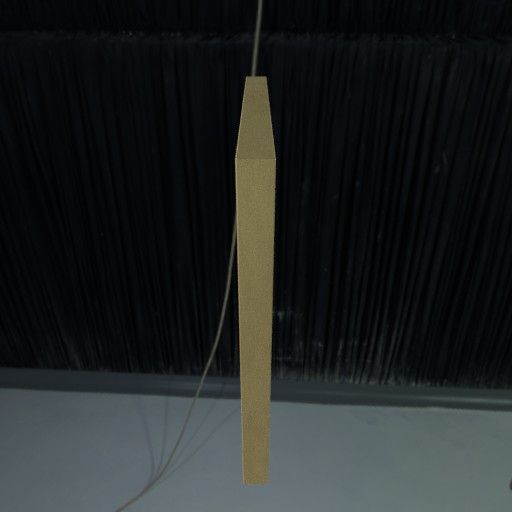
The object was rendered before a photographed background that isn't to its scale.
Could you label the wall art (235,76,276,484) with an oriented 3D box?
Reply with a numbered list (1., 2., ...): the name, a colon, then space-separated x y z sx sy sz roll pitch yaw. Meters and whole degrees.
1. wall art: 0.000 0.000 0.766 0.038 0.508 0.508 0 30 0
